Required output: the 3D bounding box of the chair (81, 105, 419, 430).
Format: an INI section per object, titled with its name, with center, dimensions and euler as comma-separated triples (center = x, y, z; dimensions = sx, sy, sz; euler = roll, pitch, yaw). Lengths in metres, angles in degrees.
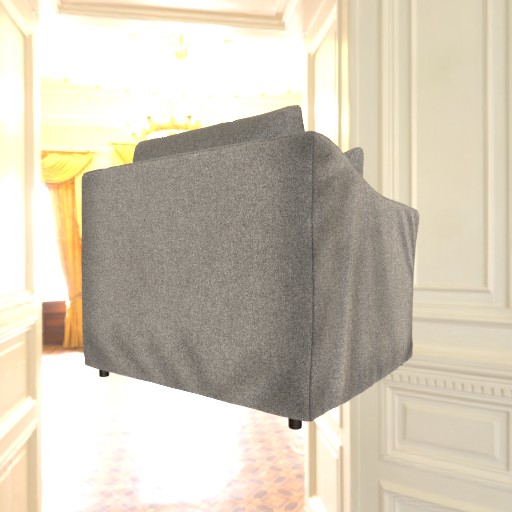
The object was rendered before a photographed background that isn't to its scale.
[chair]
center = 0.000, 0.000, 2.042
dimensions = 1.194, 1.059, 1.071
euler = 0, 1, 36
